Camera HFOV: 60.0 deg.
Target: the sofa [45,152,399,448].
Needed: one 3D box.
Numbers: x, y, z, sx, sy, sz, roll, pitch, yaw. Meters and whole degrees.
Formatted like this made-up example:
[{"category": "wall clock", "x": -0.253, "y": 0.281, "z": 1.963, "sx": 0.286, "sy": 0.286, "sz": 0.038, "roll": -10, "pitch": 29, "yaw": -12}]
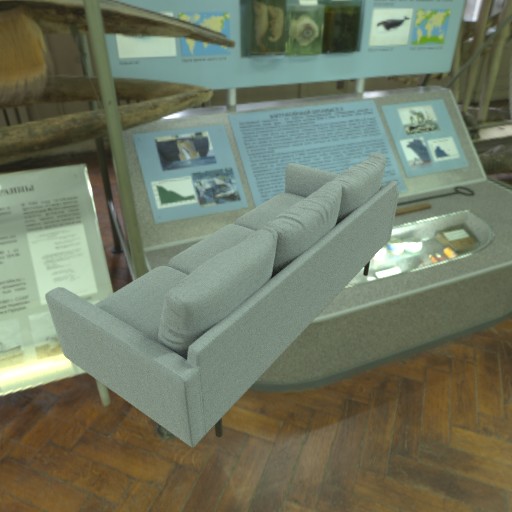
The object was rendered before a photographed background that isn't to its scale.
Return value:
[{"category": "sofa", "x": 0.000, "y": 0.000, "z": 2.460, "sx": 0.850, "sy": 0.830, "sz": 2.000, "roll": 21, "pitch": 38, "yaw": 30}]
